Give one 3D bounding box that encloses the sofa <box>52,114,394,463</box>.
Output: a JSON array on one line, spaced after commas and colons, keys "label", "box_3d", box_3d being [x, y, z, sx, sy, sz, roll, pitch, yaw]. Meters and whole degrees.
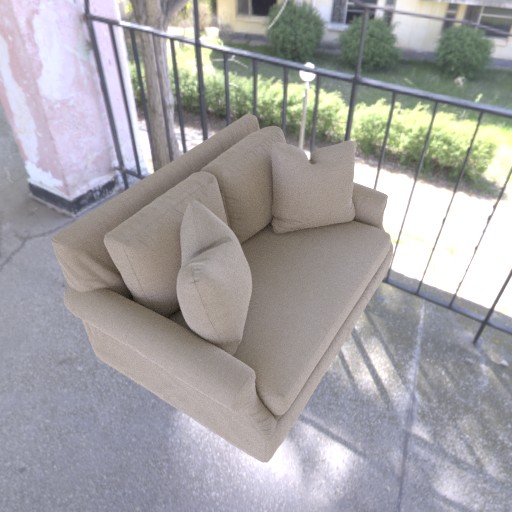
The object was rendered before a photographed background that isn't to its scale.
[{"label": "sofa", "box_3d": [0.000, 0.000, 2.236, 1.070, 0.905, 1.550, 23, 46, 24]}]
